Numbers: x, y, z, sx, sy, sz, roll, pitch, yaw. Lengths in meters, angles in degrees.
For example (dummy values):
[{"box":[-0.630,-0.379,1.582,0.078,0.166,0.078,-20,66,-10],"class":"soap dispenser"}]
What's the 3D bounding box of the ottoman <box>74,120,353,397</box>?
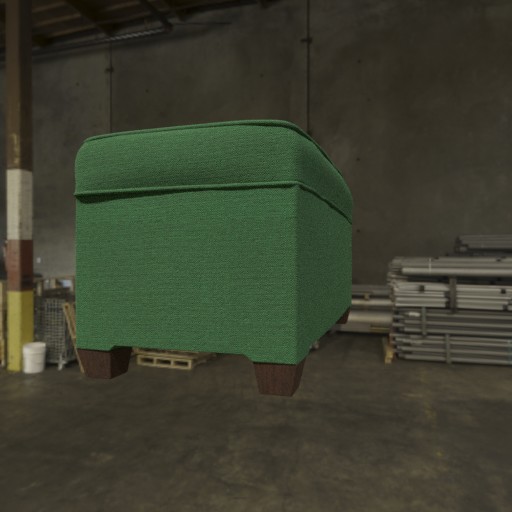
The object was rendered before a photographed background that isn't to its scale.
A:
[{"box":[0.000,0.000,1.220,0.483,0.471,0.957,0,0,17],"class":"ottoman"}]
